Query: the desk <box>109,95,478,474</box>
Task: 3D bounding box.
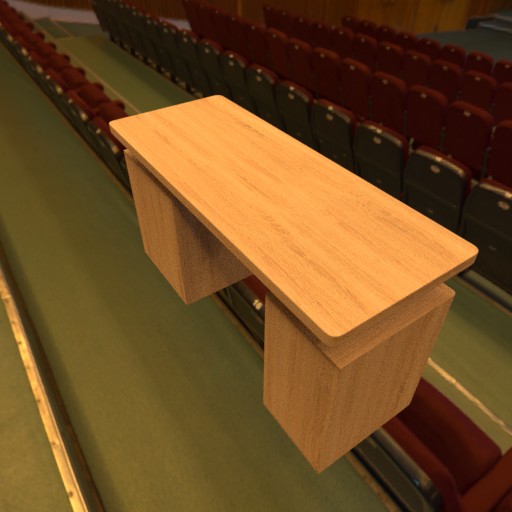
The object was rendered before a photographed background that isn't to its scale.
[{"bbox_3d":[0.000,0.000,1.786,0.550,0.760,1.400,-24,46,-26],"label":"desk"}]
